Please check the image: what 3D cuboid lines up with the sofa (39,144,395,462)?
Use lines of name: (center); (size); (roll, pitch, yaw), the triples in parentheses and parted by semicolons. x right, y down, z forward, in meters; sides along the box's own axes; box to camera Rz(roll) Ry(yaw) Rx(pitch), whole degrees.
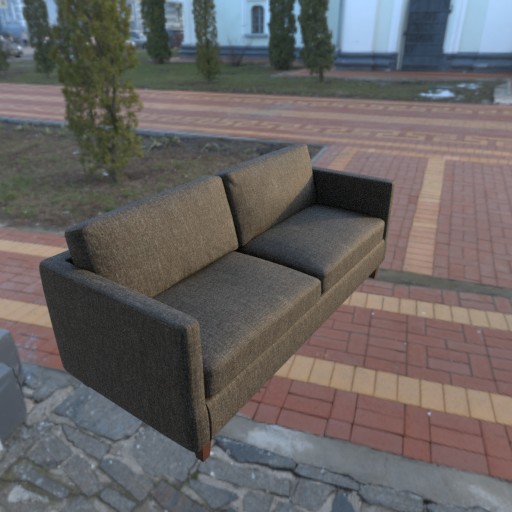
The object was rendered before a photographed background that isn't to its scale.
sofa: (0.000, 0.000, 2.704); (0.948, 0.960, 2.208); (17, 31, 31)
